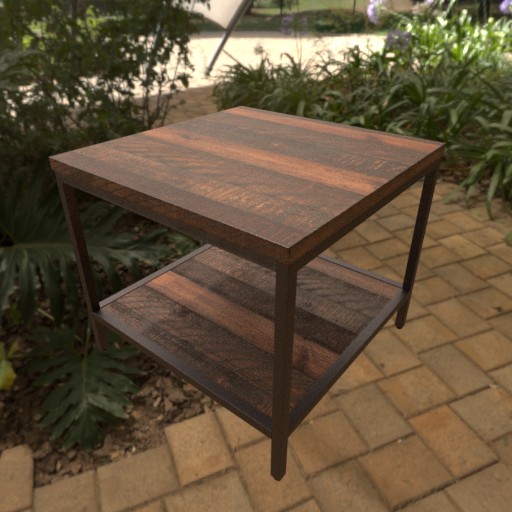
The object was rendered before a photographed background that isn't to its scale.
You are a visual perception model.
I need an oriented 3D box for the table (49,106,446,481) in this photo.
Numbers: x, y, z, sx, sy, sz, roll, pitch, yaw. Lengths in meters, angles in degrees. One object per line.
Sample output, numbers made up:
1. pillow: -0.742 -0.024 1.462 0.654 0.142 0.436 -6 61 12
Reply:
1. table: 0.000 0.000 0.986 0.548 0.482 0.553 22 37 33
